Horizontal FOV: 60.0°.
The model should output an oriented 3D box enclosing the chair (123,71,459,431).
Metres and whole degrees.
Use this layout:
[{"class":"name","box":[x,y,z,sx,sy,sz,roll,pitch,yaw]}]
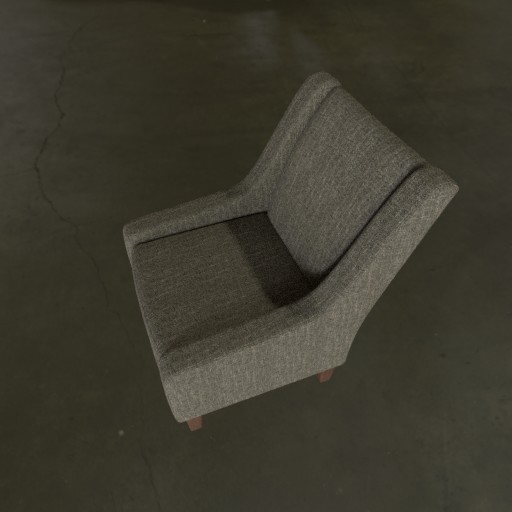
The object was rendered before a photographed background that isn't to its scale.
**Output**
[{"class":"chair","box":[0.000,0.000,1.726,0.944,1.012,0.793,-16,48,-15]}]
